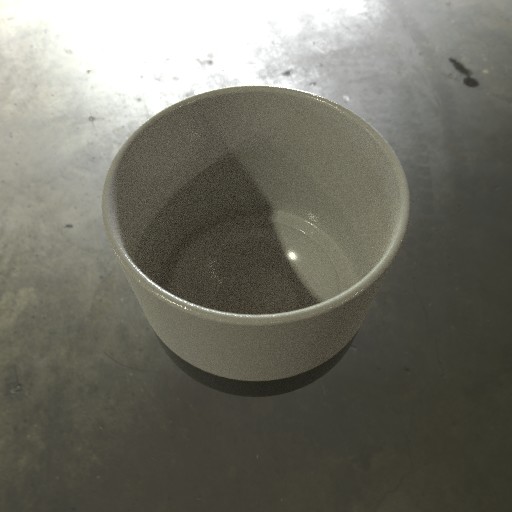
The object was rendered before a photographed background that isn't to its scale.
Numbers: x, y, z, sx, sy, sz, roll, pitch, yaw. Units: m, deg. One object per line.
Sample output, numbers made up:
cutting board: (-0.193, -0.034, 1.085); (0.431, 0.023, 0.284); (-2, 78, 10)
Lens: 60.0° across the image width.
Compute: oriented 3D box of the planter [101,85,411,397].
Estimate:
planter: (0.000, 0.000, 0.355); (0.193, 0.177, 0.193); (0, 58, 0)
